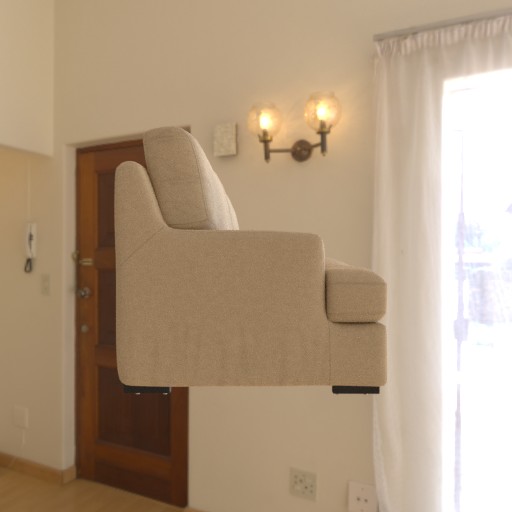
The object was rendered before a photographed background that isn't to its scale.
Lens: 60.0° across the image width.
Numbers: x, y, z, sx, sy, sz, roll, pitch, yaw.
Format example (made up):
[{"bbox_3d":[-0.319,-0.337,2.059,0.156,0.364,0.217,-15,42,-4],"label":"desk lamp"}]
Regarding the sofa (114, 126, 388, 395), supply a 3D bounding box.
[{"bbox_3d":[0.000,0.000,2.438,0.962,0.967,1.885,0,0,1],"label":"sofa"}]
